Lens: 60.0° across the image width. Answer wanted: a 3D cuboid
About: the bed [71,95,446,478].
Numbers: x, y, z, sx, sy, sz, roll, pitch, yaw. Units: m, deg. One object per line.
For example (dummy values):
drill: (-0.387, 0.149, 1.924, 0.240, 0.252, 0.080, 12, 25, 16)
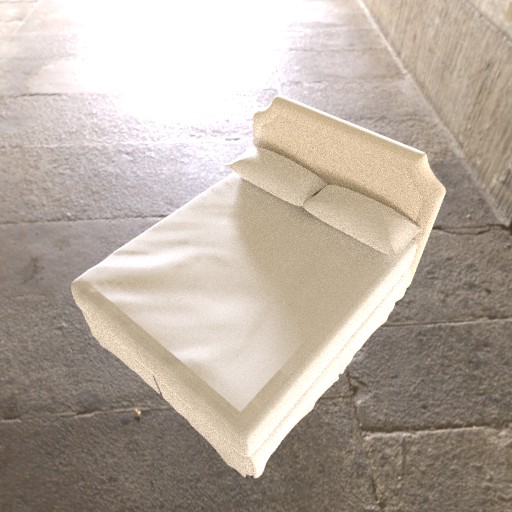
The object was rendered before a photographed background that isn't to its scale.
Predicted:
bed: (0.000, 0.000, 3.877, 2.134, 1.524, 2.548, 32, 55, 26)
